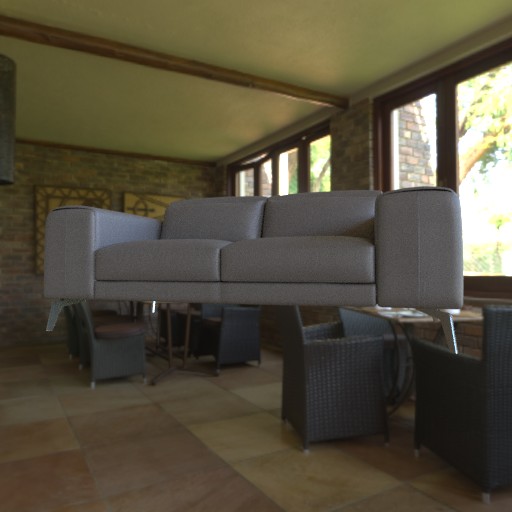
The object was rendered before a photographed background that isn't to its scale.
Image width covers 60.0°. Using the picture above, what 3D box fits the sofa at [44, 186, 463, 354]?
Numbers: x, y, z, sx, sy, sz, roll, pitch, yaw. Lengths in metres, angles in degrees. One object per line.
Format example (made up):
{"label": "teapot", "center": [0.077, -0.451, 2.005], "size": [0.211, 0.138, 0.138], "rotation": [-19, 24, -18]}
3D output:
{"label": "sofa", "center": [0.000, 0.000, 2.385], "size": [1.930, 0.753, 1.024], "rotation": [-1, -2, 18]}
